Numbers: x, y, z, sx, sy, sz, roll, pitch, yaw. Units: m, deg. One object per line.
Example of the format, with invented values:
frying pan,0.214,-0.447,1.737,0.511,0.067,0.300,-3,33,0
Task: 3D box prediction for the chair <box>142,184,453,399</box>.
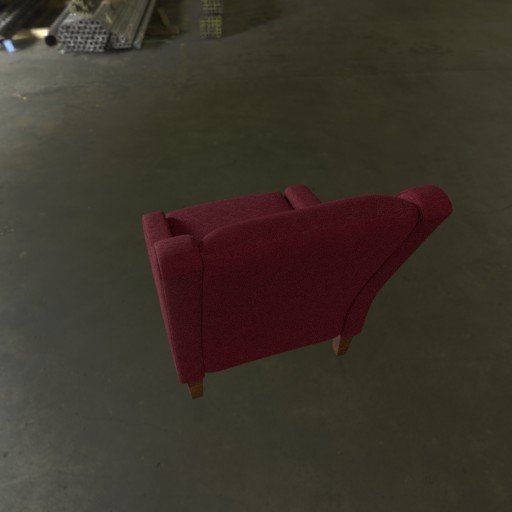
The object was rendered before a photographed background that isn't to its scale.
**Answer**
chair,0.000,0.000,1.736,0.793,1.017,0.985,-13,44,-14
